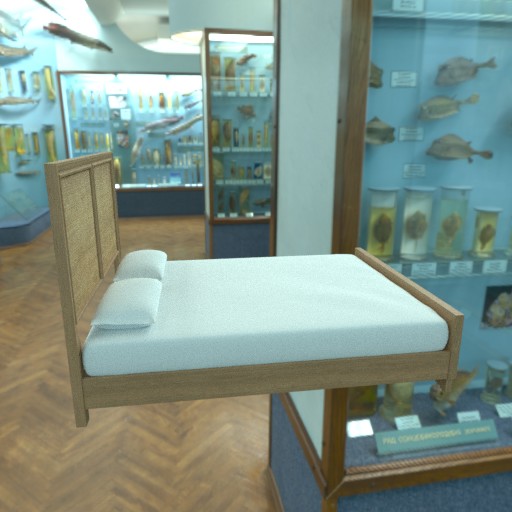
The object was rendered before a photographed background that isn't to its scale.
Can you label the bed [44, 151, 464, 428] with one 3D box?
[{"bbox_3d":[0.000,0.000,3.112,2.184,1.387,1.606,-2,15,-8],"label":"bed"}]
